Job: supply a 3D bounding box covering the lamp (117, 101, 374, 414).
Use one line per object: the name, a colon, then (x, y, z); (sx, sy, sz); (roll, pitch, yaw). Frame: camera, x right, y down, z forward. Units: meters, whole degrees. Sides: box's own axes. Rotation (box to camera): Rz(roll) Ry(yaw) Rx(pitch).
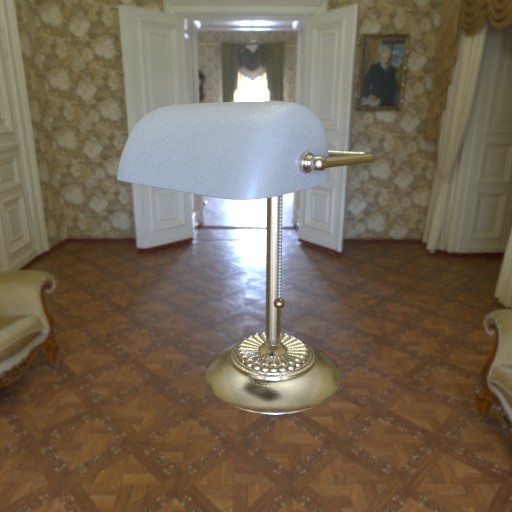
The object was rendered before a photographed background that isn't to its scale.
lamp: (0.000, 0.000, 0.521); (0.264, 0.339, 0.243); (16, 23, 41)
